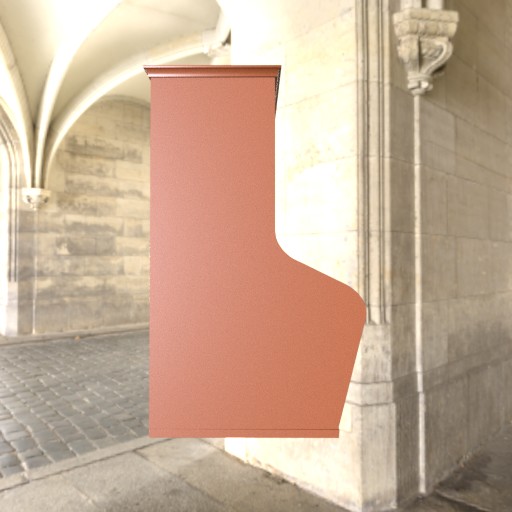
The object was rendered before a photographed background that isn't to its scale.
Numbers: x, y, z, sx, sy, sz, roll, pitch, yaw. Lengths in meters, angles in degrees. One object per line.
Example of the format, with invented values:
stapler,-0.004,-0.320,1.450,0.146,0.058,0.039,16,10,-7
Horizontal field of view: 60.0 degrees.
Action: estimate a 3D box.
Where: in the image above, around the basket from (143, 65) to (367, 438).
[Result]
basket,0.000,0.000,1.133,0.376,0.625,0.792,0,-1,0
